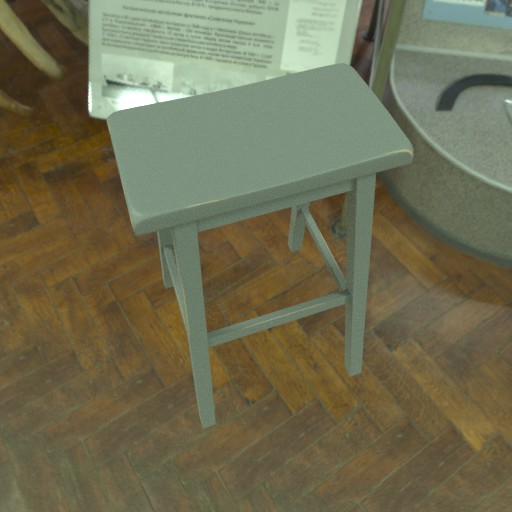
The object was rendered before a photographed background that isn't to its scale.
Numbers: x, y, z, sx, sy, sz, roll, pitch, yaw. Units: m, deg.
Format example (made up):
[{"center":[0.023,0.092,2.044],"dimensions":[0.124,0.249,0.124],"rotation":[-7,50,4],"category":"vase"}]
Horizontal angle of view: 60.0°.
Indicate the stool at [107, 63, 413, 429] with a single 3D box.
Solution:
[{"center":[0.000,0.000,1.015],"dimensions":[0.457,0.737,0.476],"rotation":[-16,58,-10],"category":"stool"}]
